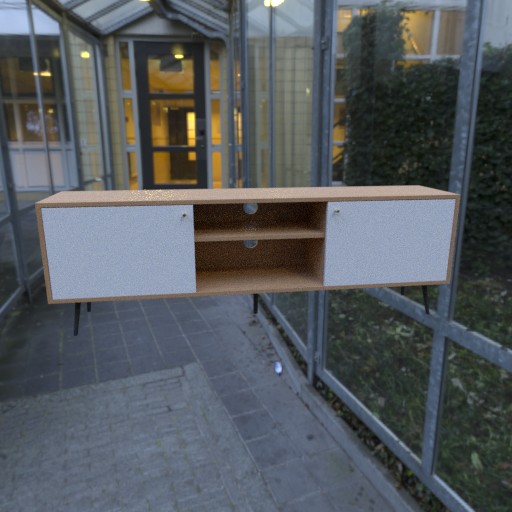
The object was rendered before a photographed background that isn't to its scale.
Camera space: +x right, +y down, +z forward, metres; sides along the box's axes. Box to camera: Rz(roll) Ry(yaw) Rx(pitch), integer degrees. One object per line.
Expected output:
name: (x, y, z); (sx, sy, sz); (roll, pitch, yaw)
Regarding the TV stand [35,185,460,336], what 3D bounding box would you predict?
TV stand: (0.000, 0.000, 2.058); (1.760, 0.580, 0.400); (-2, 15, -8)
